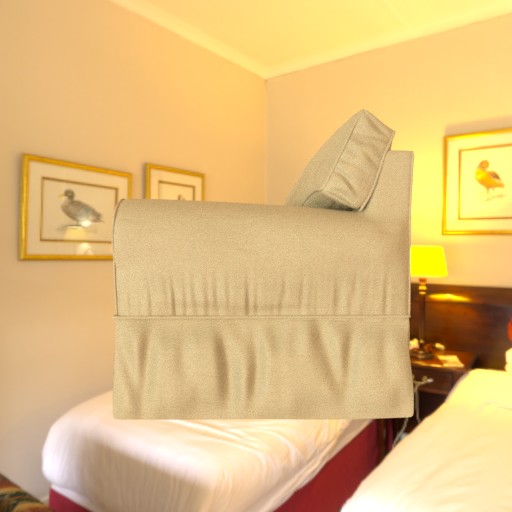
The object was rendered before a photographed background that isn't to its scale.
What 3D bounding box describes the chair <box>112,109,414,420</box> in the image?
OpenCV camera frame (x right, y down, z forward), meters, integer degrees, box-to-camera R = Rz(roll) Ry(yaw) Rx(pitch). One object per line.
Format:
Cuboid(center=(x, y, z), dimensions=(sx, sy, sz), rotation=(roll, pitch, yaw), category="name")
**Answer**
Cuboid(center=(0.000, 0.000, 1.772), dimensions=(0.903, 0.937, 1.096), rotation=(0, 1, -2), category="chair")
